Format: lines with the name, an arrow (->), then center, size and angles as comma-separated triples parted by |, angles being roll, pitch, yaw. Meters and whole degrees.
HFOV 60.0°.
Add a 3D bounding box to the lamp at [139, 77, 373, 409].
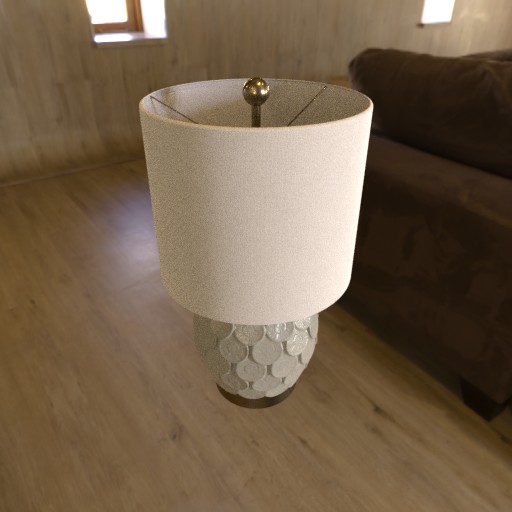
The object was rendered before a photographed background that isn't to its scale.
lamp -> 0.000, 0.000, 0.597 | 0.254, 0.452, 0.254 | 0, 31, 0
